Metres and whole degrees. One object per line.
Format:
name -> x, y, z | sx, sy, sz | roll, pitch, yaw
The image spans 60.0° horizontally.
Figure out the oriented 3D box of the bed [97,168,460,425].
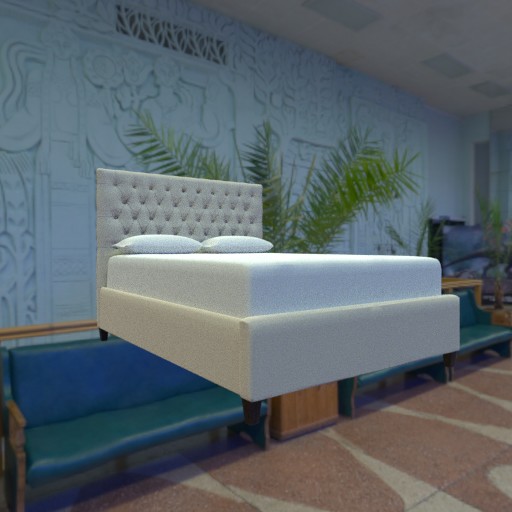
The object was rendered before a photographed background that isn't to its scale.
bed -> 0.000, 0.000, 3.276 | 1.696, 1.426, 2.233 | -1, 1, -36
